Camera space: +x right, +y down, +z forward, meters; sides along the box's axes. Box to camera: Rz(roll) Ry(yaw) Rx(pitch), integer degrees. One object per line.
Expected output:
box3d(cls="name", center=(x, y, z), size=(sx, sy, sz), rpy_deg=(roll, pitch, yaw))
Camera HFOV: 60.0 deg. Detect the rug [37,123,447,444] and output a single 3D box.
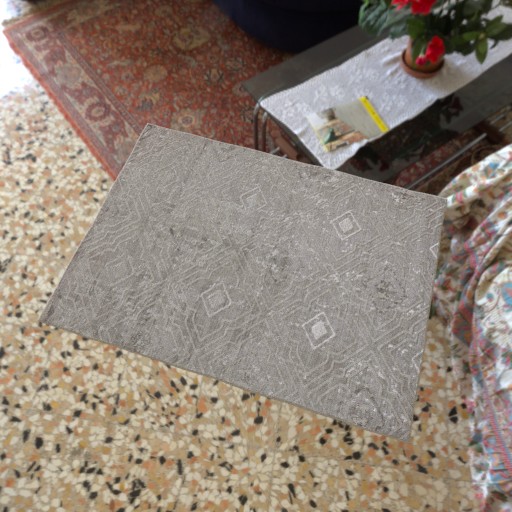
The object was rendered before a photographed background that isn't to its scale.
box3d(cls="rug", center=(0.000, 0.000, 4.265), size=(3.359, 0.020, 2.448), rpy_deg=(16, 65, 8))
